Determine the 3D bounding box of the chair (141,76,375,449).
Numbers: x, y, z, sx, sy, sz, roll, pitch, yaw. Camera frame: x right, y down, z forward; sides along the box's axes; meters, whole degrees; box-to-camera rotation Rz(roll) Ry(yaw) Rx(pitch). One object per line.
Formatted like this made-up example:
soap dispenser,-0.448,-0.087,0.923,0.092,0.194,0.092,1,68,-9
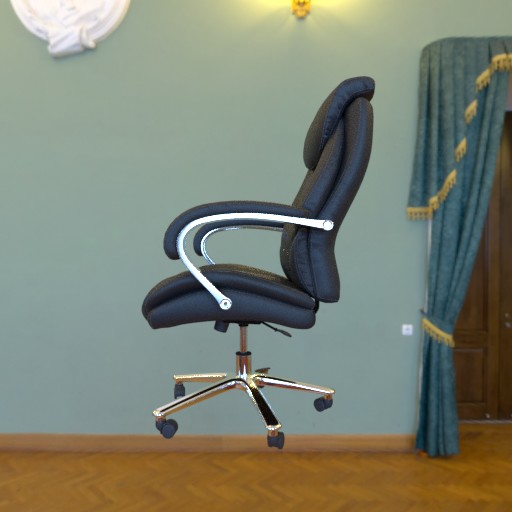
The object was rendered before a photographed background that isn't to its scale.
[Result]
chair,0.000,0.000,1.661,0.790,1.183,0.755,0,1,-1
